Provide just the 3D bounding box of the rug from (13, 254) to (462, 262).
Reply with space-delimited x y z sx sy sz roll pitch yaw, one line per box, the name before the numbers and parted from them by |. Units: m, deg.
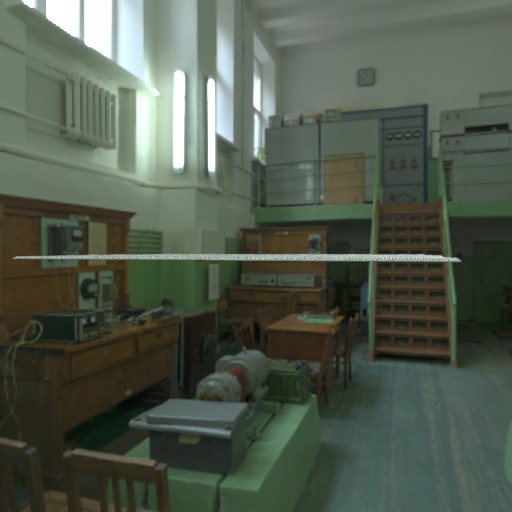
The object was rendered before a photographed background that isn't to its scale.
rug | 0.000 0.000 4.010 3.052 0.030 2.429 0 1 16
